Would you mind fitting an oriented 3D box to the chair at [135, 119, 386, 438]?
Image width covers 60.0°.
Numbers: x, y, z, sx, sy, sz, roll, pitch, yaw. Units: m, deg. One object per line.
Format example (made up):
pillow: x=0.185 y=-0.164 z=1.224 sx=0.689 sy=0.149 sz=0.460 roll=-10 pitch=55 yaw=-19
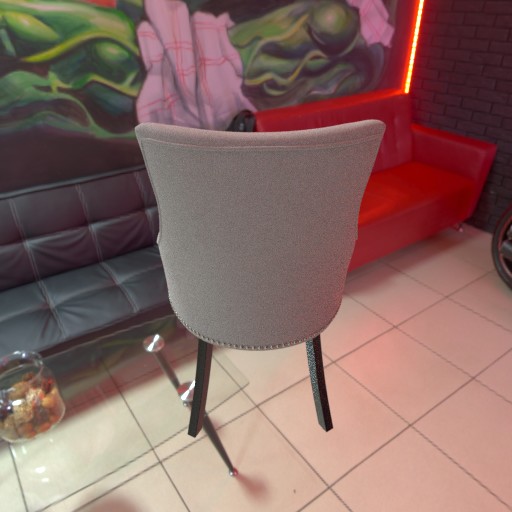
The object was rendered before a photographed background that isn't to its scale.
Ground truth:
chair: x=0.000 y=0.000 z=1.326 sx=0.566 sy=0.909 sz=0.629 roll=-1 pitch=31 yaw=-2
